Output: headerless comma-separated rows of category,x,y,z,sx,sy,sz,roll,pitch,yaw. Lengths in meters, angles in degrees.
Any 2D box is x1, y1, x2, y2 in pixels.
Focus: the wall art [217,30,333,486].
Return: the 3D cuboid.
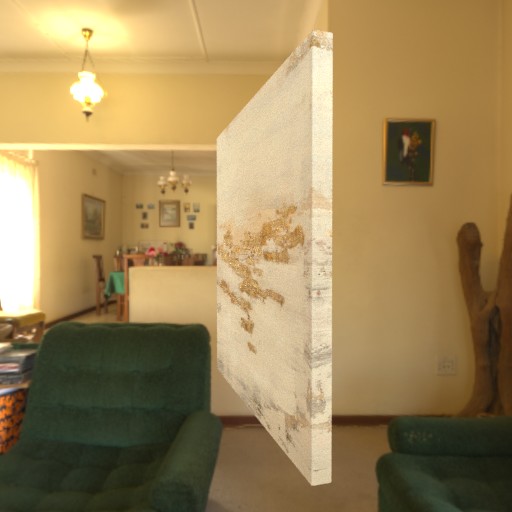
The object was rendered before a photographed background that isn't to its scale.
wall art,0.000,0.000,1.097,0.038,0.755,0.753,0,1,-17
